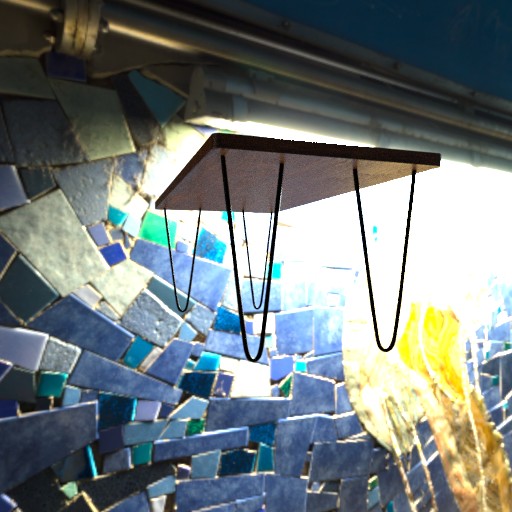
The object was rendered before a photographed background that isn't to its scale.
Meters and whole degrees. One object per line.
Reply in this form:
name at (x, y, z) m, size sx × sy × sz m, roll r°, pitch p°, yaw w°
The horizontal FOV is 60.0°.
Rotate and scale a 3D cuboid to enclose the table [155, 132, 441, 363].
table at (0.000, 0.000, 2.359) m, size 0.883 × 0.753 × 1.791 m, roll 0°, pitch -1°, yaw -19°
